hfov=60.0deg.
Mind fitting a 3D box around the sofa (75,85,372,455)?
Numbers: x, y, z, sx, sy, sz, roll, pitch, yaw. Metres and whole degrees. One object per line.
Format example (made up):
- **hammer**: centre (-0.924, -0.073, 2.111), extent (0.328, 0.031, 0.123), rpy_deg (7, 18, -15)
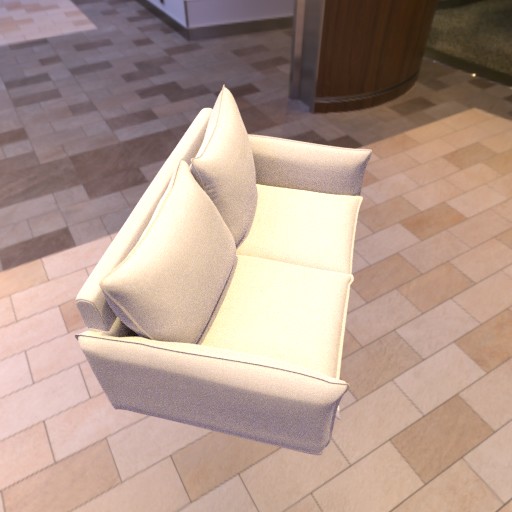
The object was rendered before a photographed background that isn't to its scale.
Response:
- **sofa**: centre (0.000, 0.000, 1.809), extent (0.820, 0.840, 1.300), rpy_deg (10, 46, 9)
